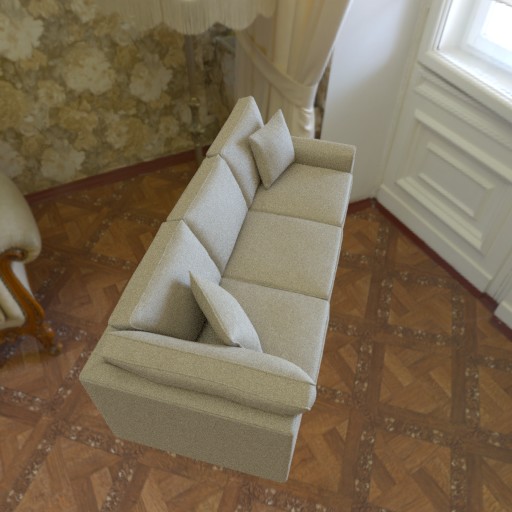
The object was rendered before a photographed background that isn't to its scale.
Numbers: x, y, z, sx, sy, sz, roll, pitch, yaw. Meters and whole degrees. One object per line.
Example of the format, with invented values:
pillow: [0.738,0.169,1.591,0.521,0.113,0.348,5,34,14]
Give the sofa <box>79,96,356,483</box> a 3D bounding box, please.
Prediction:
sofa: [0.000,0.000,2.829,1.053,0.948,2.323,11,49,10]
